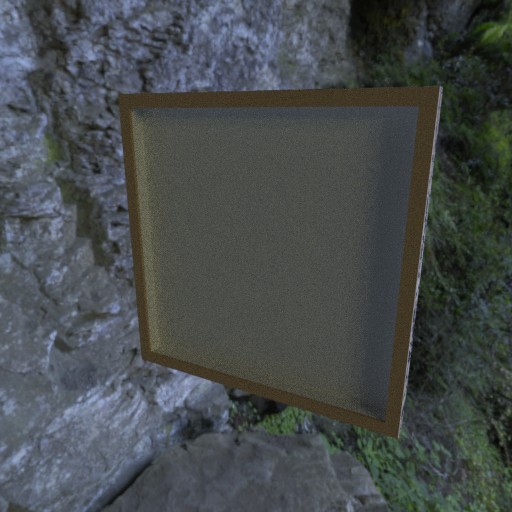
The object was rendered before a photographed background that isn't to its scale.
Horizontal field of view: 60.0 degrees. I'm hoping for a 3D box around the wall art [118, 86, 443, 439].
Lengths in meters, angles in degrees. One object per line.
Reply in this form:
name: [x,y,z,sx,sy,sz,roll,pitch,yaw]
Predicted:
wall art: [0.000,0.000,0.875,0.612,0.612,0.038,9,20,26]
